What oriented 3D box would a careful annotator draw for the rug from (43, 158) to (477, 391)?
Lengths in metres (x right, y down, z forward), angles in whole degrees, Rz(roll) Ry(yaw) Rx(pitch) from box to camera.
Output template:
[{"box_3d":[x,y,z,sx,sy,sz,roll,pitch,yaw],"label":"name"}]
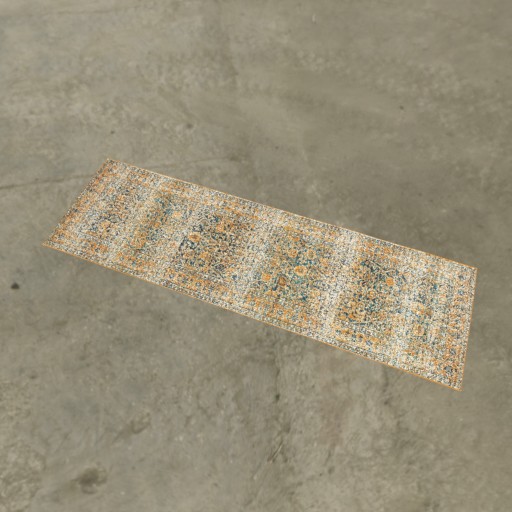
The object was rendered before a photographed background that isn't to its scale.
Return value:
[{"box_3d":[0.000,0.000,2.434,2.294,0.014,0.704,18,60,11],"label":"rug"}]
